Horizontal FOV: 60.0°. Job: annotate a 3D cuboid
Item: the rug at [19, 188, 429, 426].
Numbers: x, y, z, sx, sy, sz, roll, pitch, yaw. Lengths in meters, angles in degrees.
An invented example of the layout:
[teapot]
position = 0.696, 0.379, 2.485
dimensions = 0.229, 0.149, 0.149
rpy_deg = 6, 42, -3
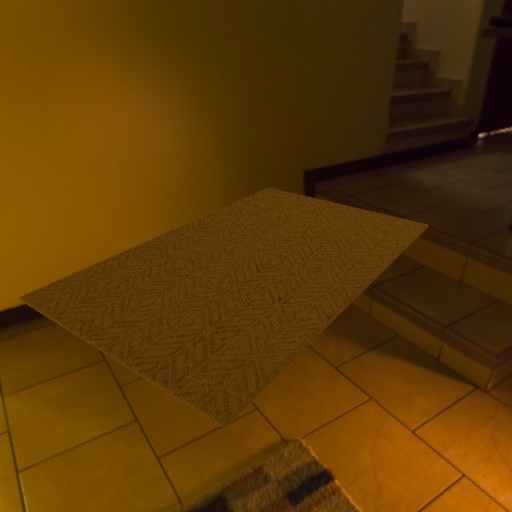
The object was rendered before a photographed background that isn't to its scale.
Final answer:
[rug]
position = 0.000, 0.000, 2.952
dimensions = 1.523, 0.008, 2.438
rpy_deg = 19, 33, 32
